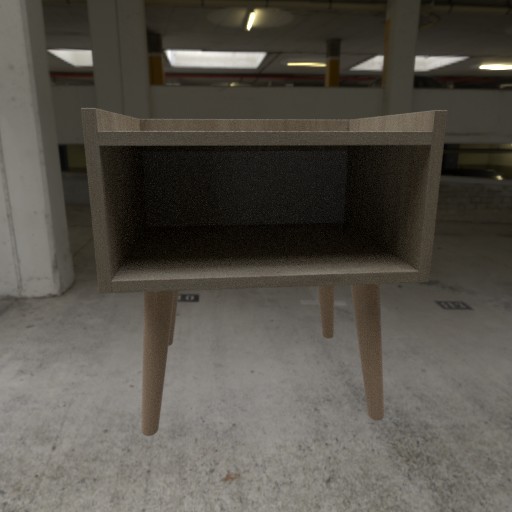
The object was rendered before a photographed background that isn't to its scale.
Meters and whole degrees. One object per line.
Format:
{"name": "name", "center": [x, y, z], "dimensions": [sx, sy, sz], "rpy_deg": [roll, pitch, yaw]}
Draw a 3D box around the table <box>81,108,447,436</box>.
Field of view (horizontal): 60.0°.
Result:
{"name": "table", "center": [0.000, 0.000, 0.779], "dimensions": [0.450, 0.470, 0.370], "rpy_deg": [-2, 15, -6]}
